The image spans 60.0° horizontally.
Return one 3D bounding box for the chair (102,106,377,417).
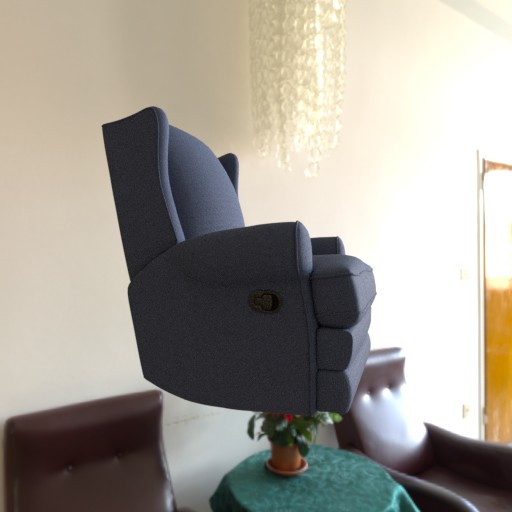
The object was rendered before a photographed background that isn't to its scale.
[{"bbox_3d":[0.000,0.000,1.731,0.877,1.020,0.971,0,0,18],"label":"chair"}]
